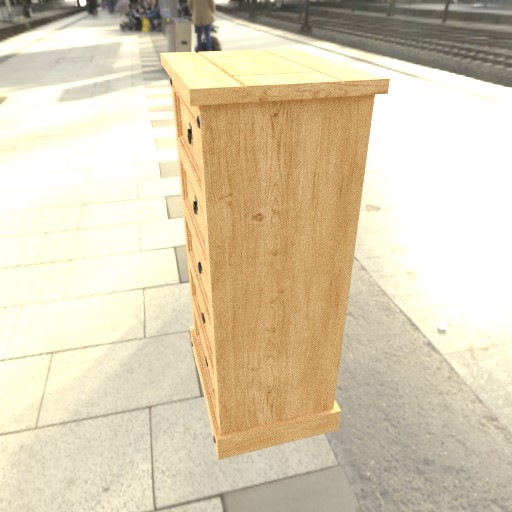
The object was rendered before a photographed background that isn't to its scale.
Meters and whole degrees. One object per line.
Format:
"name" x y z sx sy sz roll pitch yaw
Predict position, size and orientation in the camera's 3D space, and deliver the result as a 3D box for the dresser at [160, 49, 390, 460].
"dresser" 0.000 0.000 1.297 0.390 1.041 0.531 -8 32 -14
